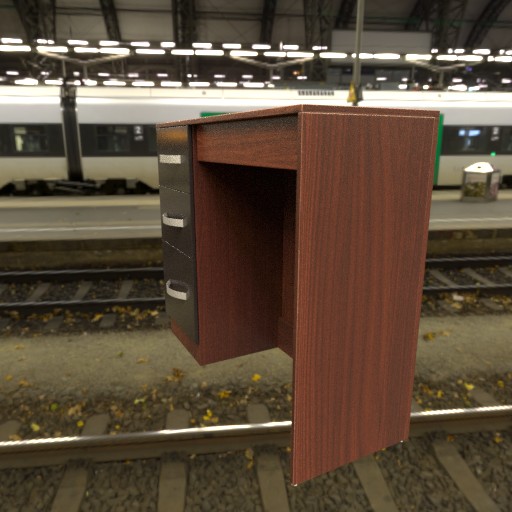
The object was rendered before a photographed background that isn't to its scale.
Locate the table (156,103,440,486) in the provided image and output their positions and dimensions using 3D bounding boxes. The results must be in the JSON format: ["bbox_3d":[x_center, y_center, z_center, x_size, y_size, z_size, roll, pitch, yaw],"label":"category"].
[{"bbox_3d":[0.000,0.000,1.333,0.380,0.790,0.930,-7,16,-27],"label":"table"}]
